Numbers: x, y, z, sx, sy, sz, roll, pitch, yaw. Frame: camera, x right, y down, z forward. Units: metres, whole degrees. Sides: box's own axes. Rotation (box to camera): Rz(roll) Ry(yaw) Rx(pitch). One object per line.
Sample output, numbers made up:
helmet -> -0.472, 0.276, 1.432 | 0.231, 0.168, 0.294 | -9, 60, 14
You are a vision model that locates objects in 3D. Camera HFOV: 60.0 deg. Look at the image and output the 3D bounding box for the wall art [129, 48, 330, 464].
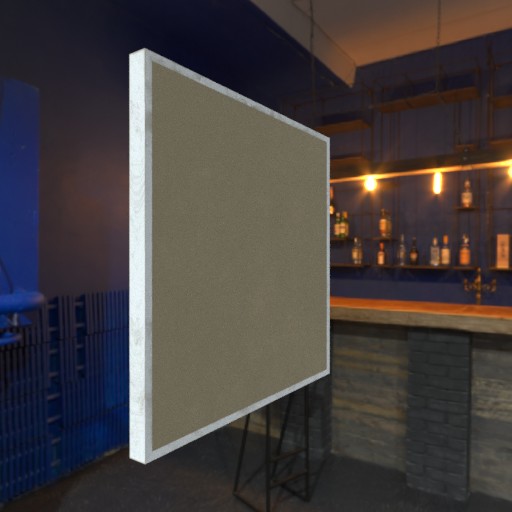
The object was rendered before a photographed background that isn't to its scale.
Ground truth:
wall art -> 0.000, 0.000, 0.754 | 0.029, 0.506, 0.508 | 0, 0, 35
